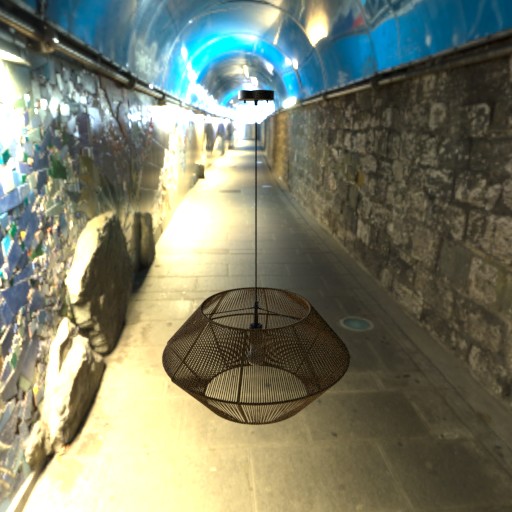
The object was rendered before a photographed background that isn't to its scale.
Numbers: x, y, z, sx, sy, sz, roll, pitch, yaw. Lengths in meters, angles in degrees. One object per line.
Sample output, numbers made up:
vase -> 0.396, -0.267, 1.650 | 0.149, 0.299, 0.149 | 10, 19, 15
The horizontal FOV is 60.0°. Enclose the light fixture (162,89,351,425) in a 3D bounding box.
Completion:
light fixture -> 0.000, 0.000, 1.443 | 0.643, 1.009, 0.643 | 0, 16, 0
